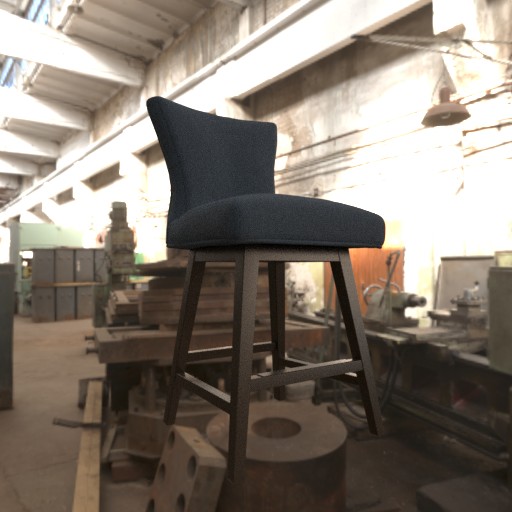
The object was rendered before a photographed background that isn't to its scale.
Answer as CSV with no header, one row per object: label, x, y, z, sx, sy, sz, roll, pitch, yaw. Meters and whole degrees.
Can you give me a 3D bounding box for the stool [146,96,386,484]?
stool,0.000,0.000,1.324,0.514,1.000,0.574,1,-2,-35
